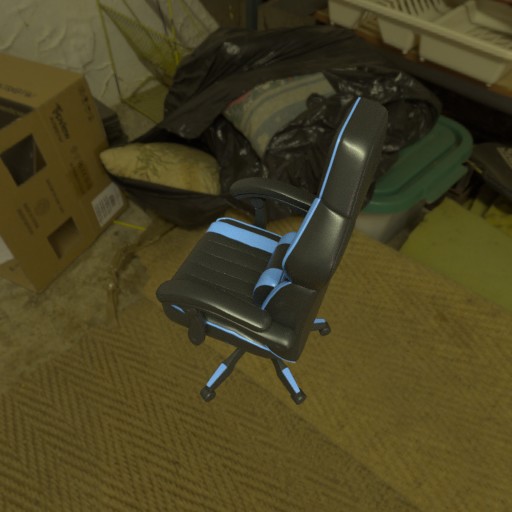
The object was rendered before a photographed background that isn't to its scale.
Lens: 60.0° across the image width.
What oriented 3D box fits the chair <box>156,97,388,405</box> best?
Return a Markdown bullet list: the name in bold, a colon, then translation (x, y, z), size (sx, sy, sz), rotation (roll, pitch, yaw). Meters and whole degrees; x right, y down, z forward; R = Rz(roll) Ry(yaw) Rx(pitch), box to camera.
- **chair**: translation (0.000, 0.000, 1.655), size (0.700, 1.280, 0.700), rotation (17, 50, 15)
